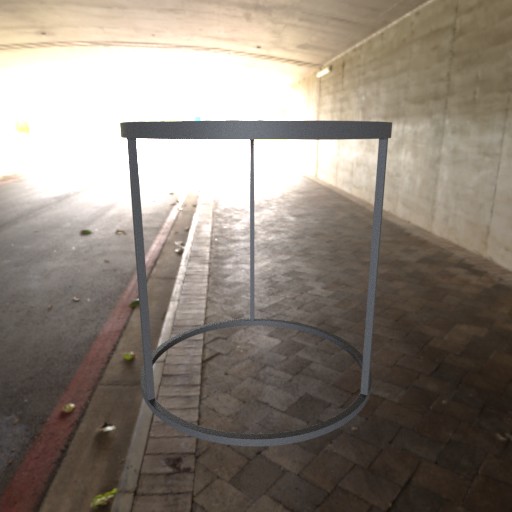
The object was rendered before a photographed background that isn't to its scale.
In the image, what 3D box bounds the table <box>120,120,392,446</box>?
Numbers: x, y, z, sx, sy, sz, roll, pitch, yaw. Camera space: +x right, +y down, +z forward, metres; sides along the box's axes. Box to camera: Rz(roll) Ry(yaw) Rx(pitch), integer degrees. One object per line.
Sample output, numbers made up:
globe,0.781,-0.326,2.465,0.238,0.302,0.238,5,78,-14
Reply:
table,0.000,0.000,0.864,0.470,0.498,0.470,0,16,0
